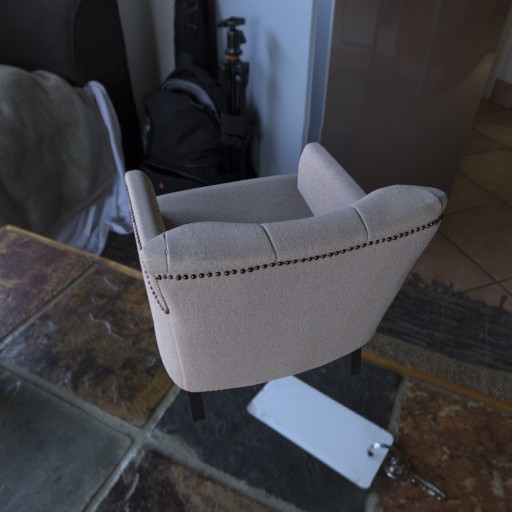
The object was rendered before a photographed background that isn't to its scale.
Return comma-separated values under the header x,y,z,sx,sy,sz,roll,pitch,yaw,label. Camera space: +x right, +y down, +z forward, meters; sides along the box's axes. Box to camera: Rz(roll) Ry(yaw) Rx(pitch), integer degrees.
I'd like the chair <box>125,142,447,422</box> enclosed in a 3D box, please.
x,y,z,sx,sy,sz,roll,pitch,yaw,label
0.000,0.000,1.468,0.737,0.823,0.902,-12,42,-14,chair
